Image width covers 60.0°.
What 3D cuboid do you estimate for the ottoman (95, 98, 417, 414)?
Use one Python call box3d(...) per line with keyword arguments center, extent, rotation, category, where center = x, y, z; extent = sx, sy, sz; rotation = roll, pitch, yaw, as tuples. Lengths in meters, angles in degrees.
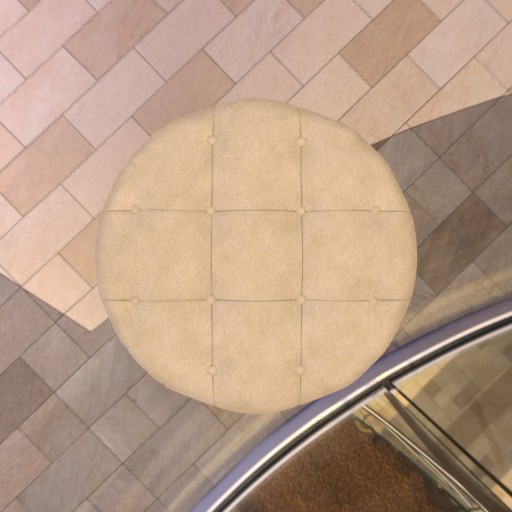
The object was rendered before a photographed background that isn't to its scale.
box3d(center=(0.000, 0.000, 1.390), extent=(0.901, 0.439, 0.901), rotation=(0, 90, -1), category="ottoman")
